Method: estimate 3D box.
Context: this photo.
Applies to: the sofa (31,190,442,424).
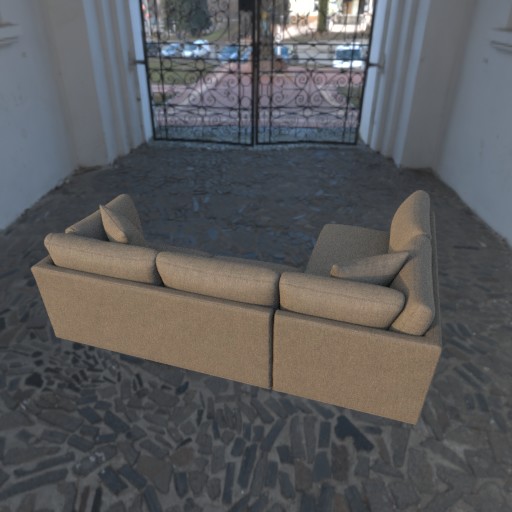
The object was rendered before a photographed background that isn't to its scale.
[{"bbox_3d":[0.000,0.000,3.830,2.896,0.978,1.994,9,32,15],"label":"sofa"}]
